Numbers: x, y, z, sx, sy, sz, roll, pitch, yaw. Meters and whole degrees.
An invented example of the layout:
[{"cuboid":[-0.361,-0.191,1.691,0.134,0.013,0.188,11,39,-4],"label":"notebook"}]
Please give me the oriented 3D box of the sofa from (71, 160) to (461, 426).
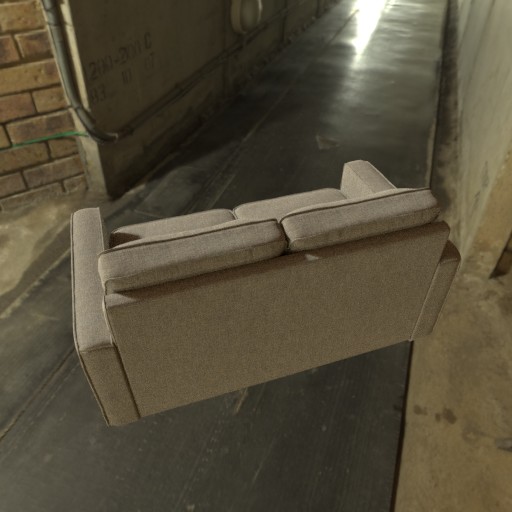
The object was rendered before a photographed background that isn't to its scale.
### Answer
[{"cuboid":[0.000,0.000,2.218,1.706,0.915,0.945,-12,43,-14],"label":"sofa"}]
